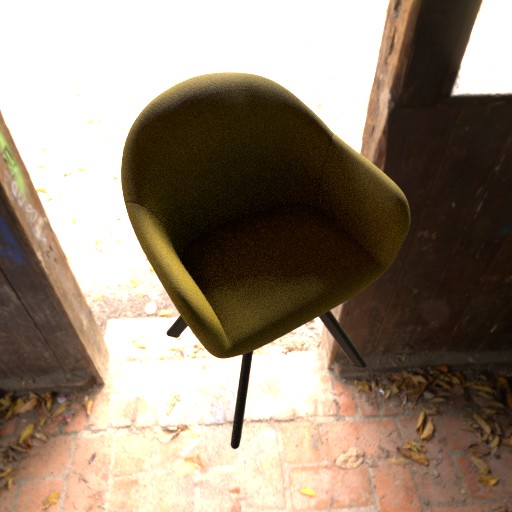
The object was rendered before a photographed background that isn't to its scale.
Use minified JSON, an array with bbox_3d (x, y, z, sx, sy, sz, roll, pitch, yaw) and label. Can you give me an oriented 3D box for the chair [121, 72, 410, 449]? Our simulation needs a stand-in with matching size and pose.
[{"bbox_3d":[0.000,0.000,1.183,0.590,0.795,0.550,-25,51,-21],"label":"chair"}]
